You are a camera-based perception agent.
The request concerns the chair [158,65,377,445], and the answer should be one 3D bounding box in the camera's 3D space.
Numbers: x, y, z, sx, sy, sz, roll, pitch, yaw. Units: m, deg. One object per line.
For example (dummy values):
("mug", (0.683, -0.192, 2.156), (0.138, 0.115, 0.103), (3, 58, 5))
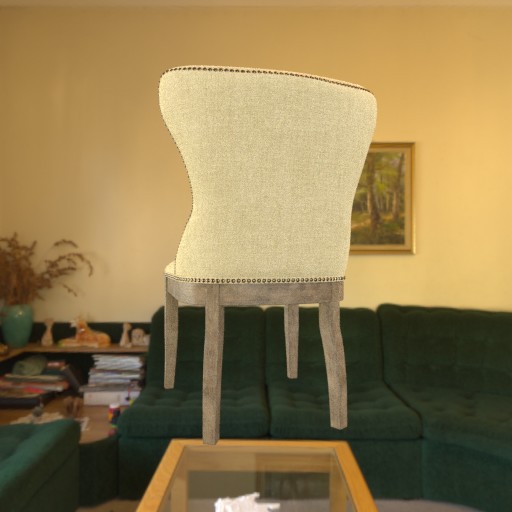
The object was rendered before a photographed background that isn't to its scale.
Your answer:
("chair", (0.000, 0.000, 1.453), (0.654, 1.002, 0.681), (0, 0, -16))
